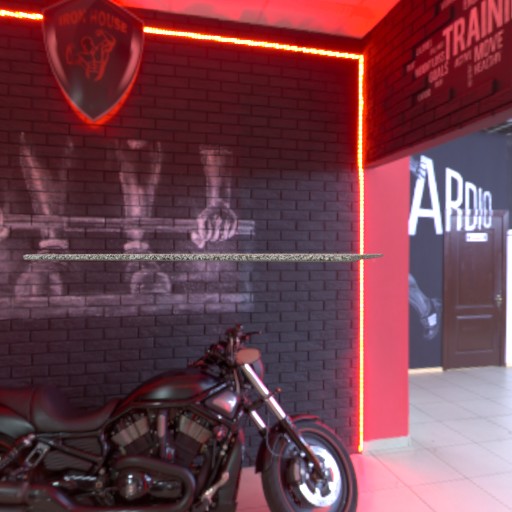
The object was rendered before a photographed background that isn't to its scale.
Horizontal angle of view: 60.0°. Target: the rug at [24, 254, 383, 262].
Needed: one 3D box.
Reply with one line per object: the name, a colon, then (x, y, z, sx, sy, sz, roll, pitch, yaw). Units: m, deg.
rug: (0.000, 0.000, 3.435, 1.778, 0.030, 2.743, 0, 0, 19)
